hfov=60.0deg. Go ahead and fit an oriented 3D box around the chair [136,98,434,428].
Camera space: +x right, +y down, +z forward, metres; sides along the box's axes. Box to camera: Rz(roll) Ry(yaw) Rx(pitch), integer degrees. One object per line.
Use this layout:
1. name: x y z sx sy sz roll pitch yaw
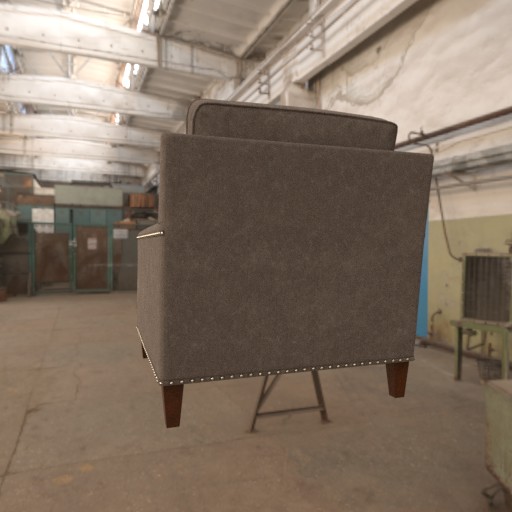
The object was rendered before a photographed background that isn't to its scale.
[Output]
1. chair: 0.000 0.000 1.736 0.853 0.948 1.014 0 1 -19
